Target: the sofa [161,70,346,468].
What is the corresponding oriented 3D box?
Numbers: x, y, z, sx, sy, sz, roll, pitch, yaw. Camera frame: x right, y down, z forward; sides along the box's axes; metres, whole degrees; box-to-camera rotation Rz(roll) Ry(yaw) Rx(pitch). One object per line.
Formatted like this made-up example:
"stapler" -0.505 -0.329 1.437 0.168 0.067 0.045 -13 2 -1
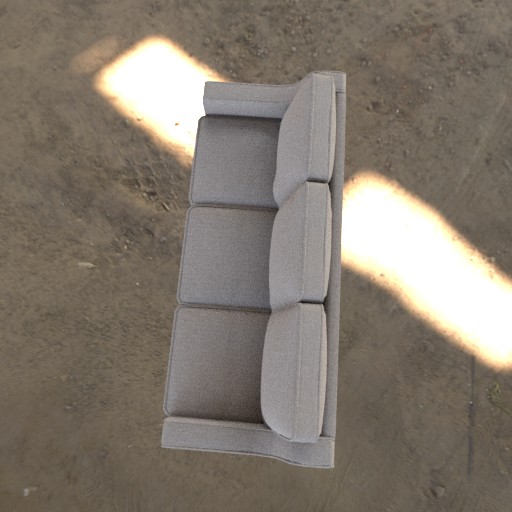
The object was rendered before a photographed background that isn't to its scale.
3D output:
"sofa" 0.000 0.000 2.611 0.899 0.950 2.129 4 76 1
